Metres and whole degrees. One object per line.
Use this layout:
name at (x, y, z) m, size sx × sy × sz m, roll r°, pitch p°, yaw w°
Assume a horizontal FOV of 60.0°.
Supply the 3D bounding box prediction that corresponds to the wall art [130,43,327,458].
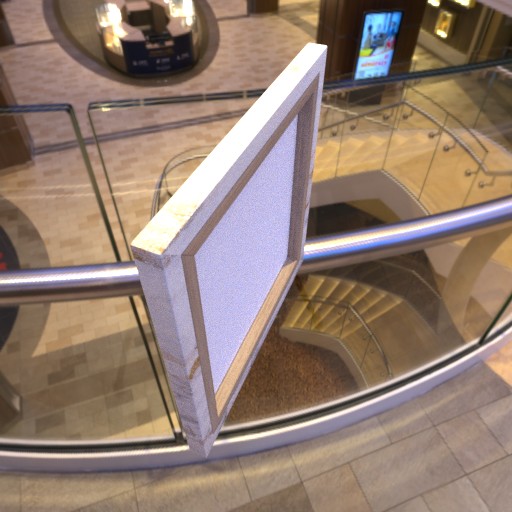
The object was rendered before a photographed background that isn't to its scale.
wall art at (0.000, 0.000, 0.895) m, size 0.040 × 0.613 × 0.611 m, roll 17°, pitch 49°, yaw 16°
